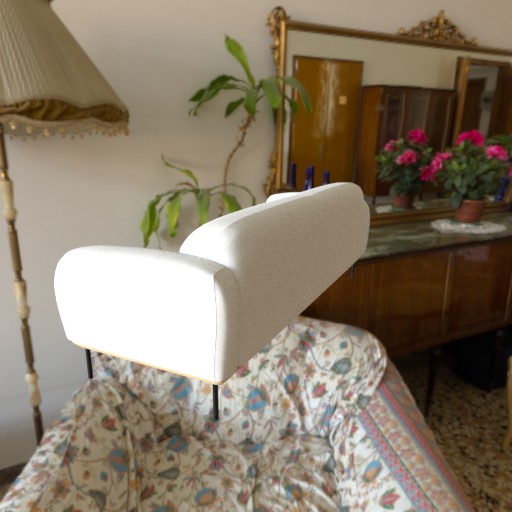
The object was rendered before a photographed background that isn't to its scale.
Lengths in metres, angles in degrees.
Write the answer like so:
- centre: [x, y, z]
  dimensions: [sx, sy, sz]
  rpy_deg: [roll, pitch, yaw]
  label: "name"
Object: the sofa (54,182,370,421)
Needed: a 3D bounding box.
- centre: [0.000, 0.000, 2.674]
  dimensions: [0.880, 0.780, 2.257]
  rpy_deg: [8, 17, 26]
  label: "sofa"
